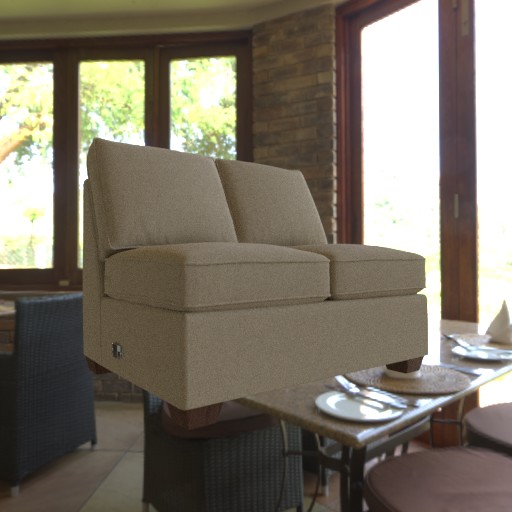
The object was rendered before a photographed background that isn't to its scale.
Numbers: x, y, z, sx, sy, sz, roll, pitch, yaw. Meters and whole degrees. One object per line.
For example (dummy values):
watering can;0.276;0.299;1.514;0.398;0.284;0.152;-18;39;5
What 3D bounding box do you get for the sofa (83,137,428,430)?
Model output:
sofa;0.000;0.000;1.956;1.237;1.008;0.951;0;-1;-37
